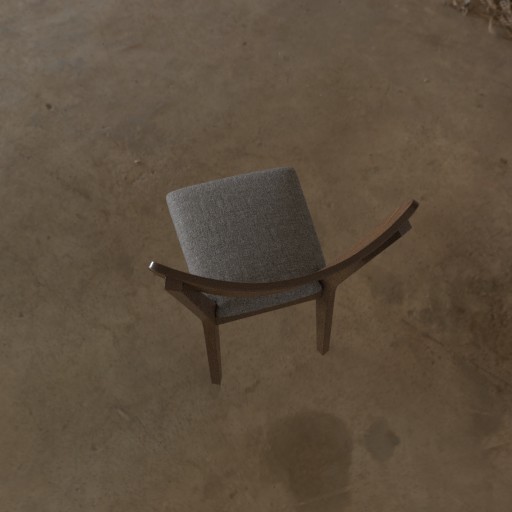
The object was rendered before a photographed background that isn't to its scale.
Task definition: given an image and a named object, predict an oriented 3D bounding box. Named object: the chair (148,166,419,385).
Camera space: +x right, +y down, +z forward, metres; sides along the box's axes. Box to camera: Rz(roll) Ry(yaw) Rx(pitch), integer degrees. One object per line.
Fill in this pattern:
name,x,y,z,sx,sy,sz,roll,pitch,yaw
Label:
chair,0.000,0.000,1.219,0.491,0.849,0.583,-14,60,-8
